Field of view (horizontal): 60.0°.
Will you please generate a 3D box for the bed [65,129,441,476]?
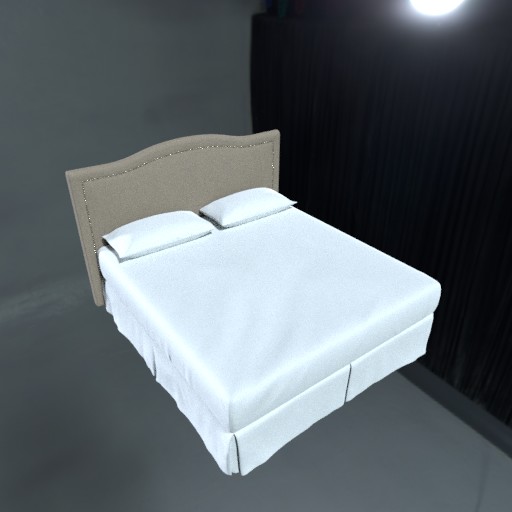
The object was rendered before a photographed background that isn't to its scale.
[{"bbox_3d":[0.000,0.000,3.507,2.083,1.421,2.182,-20,36,-31],"label":"bed"}]
